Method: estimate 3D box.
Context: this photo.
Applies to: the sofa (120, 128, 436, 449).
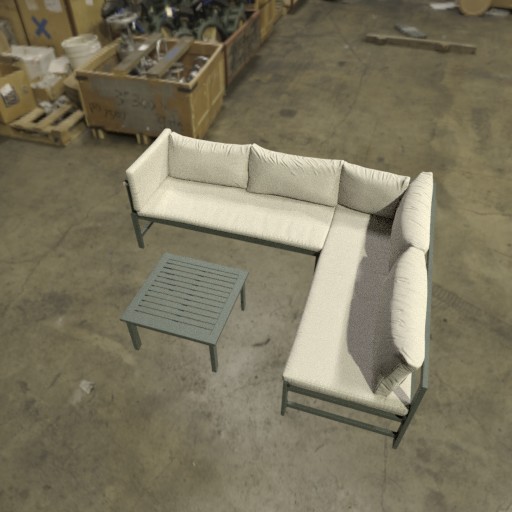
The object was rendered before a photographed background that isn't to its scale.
[{"bbox_3d":[0.000,0.000,2.906,2.096,0.758,1.658,12,45,13],"label":"sofa"}]
